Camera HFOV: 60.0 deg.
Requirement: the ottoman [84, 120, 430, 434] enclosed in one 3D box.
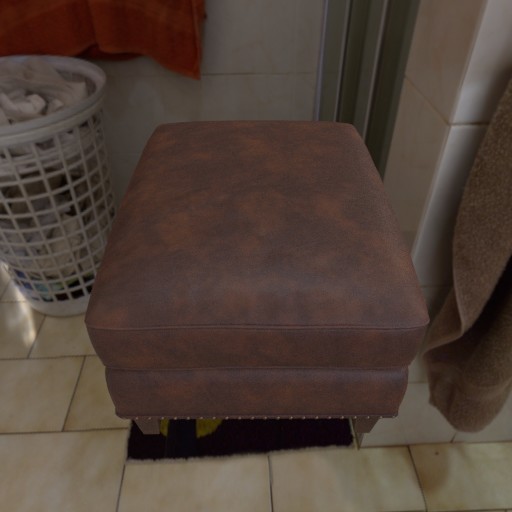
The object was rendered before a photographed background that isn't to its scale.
[{"bbox_3d":[0.000,0.000,1.099,0.586,0.486,0.742,0,41,0],"label":"ottoman"}]
